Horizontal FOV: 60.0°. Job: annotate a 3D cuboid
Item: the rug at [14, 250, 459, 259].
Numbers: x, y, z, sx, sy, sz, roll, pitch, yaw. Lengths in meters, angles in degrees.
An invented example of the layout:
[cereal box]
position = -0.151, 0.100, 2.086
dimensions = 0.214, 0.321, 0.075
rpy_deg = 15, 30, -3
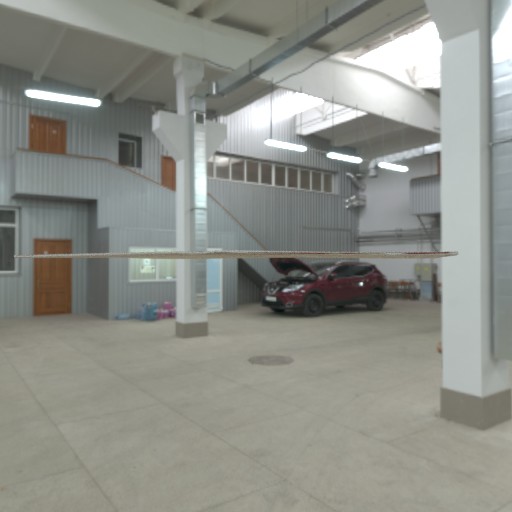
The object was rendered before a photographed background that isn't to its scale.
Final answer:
[rug]
position = 0.000, 0.000, 4.093
dimensions = 3.202, 0.045, 2.434
rpy_deg = 0, -1, 19
